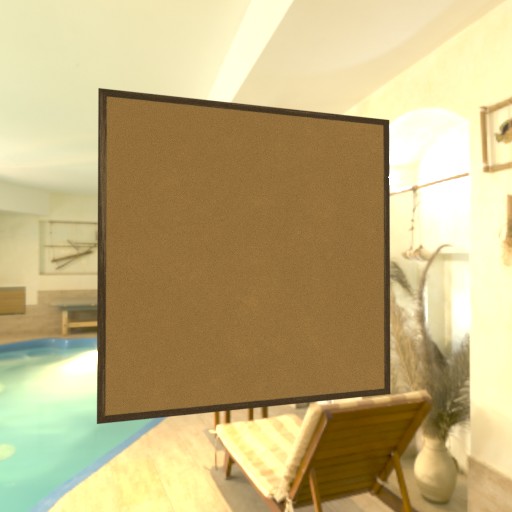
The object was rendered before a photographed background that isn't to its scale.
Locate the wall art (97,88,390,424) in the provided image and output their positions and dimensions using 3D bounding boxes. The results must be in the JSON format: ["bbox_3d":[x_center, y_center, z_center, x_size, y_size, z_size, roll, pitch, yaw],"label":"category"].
[{"bbox_3d":[0.000,0.000,1.134,0.762,0.758,0.043,0,-1,-17],"label":"wall art"}]
